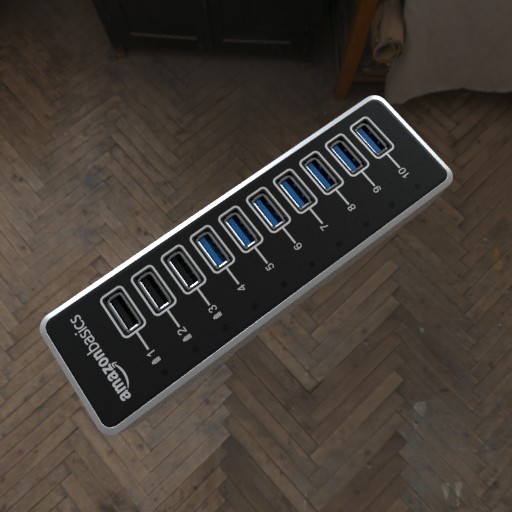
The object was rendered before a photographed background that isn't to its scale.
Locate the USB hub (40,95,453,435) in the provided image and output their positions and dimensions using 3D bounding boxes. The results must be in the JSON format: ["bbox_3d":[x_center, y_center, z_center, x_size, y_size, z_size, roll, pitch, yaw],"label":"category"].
[{"bbox_3d":[0.000,0.000,0.159,0.145,0.023,0.044,-36,78,-9],"label":"USB hub"}]
